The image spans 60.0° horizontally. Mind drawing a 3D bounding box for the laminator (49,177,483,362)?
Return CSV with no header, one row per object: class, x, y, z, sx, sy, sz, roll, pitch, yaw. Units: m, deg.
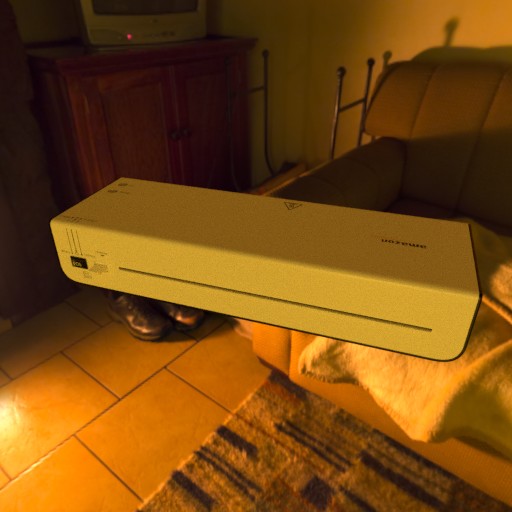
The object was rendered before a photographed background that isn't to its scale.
laminator,0.000,0.000,0.386,0.340,0.062,0.123,10,32,16
